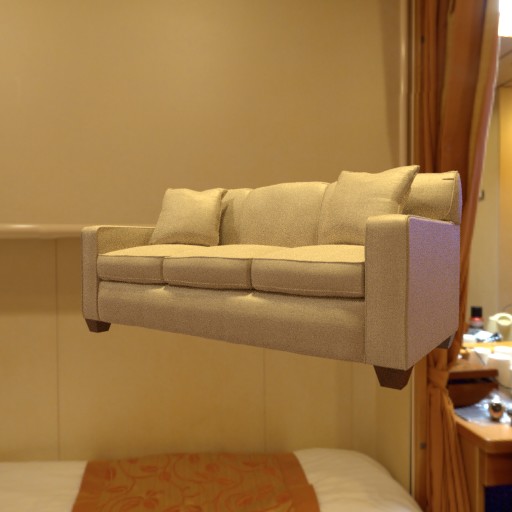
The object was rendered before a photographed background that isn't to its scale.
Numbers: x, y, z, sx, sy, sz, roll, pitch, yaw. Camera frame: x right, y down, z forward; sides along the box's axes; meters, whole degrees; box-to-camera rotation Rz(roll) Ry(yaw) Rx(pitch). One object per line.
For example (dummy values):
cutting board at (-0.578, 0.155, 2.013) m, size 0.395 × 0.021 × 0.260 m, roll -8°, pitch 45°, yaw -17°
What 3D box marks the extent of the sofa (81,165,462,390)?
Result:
sofa at (0.000, 0.000, 2.547) m, size 2.024 × 0.958 × 0.997 m, roll 1°, pitch 2°, yaw 35°
